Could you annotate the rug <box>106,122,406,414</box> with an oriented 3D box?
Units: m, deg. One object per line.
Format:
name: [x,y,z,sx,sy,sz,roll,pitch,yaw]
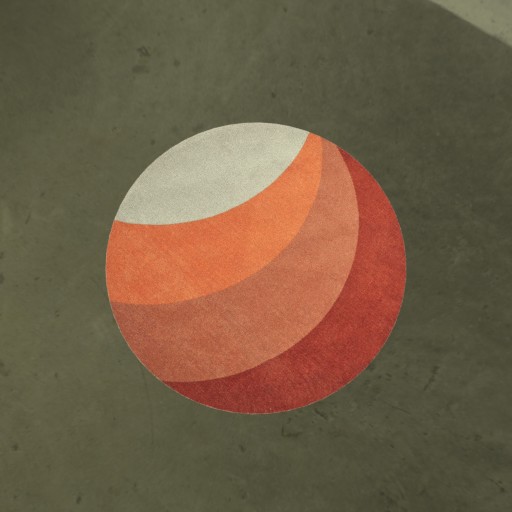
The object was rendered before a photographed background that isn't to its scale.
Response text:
rug: [0.000,0.000,2.242,1.514,0.015,1.514,0,75,0]
